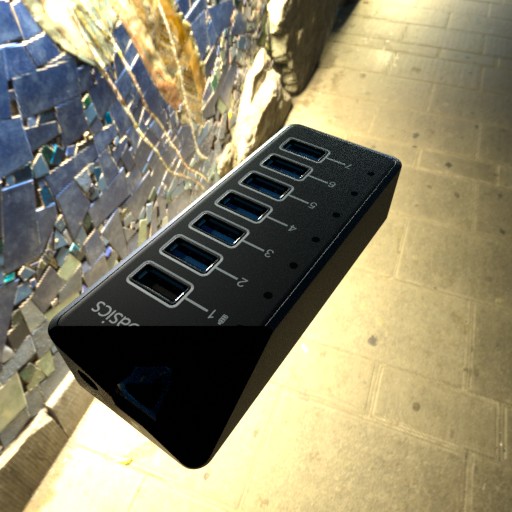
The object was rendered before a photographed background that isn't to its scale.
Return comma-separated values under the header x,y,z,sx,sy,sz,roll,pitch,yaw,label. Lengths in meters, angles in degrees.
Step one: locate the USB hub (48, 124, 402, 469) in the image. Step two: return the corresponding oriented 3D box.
x,y,z,sx,sy,sz,roll,pitch,yaw,label
0.000,0.000,0.130,0.044,0.023,0.110,27,52,23,USB hub
